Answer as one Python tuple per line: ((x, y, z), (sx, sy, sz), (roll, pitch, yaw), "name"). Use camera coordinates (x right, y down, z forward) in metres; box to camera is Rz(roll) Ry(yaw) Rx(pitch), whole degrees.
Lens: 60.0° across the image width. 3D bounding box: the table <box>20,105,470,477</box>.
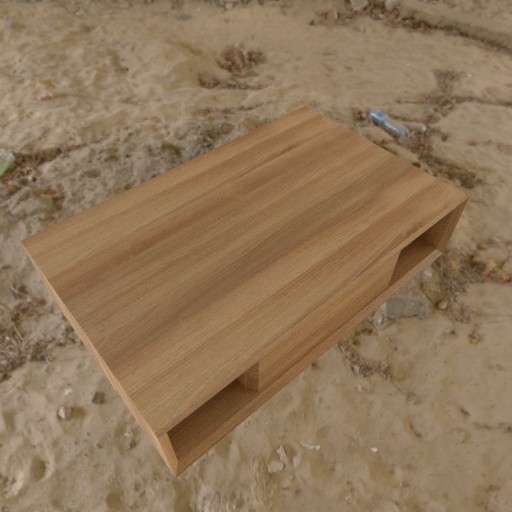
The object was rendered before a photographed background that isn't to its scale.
((0.000, 0.000, 1.397), (1.100, 0.330, 0.700), (-33, 56, -26), "table")
